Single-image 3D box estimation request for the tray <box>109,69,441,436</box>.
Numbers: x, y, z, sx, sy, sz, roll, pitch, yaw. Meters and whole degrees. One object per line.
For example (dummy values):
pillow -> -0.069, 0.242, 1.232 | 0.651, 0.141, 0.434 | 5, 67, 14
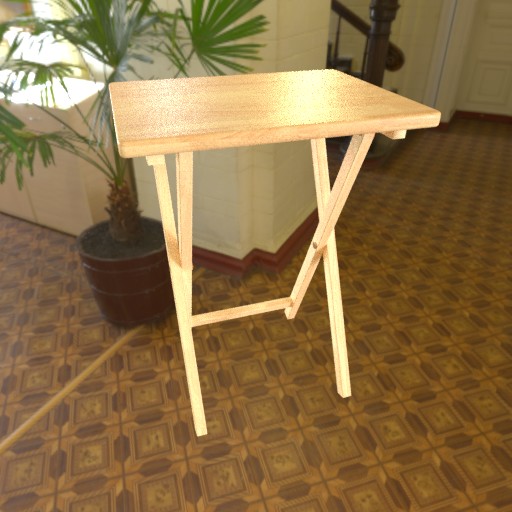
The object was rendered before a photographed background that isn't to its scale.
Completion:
tray -> 0.000, 0.000, 0.946 | 0.483, 0.660, 0.381 | -10, 34, -15
